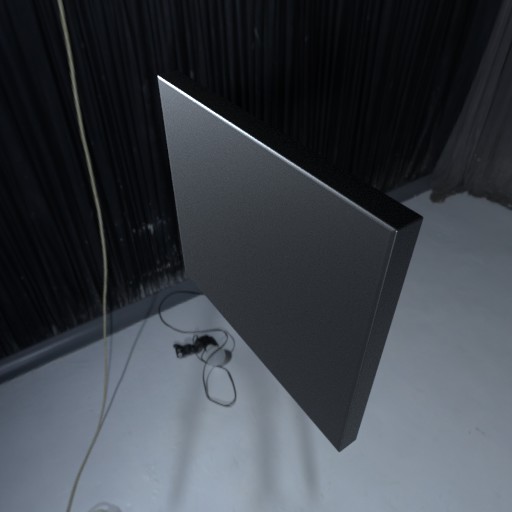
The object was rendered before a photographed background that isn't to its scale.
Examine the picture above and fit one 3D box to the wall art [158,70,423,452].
[{"bbox_3d":[0.000,0.000,0.537,0.028,0.330,0.380,-25,47,-26],"label":"wall art"}]
